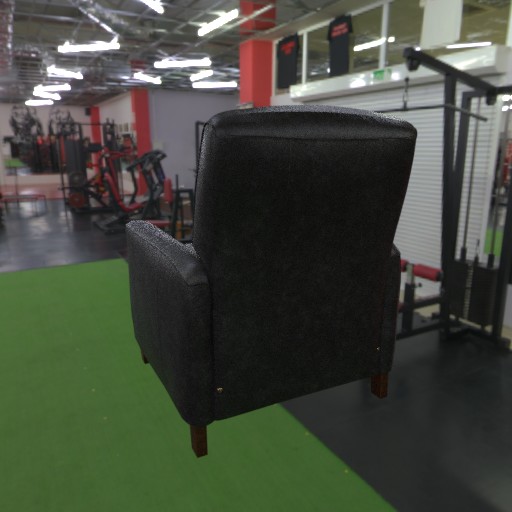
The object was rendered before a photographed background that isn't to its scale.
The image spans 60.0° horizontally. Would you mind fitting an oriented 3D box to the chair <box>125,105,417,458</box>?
[{"bbox_3d":[0.000,0.000,1.667,0.848,1.014,0.864,-7,15,-26],"label":"chair"}]
